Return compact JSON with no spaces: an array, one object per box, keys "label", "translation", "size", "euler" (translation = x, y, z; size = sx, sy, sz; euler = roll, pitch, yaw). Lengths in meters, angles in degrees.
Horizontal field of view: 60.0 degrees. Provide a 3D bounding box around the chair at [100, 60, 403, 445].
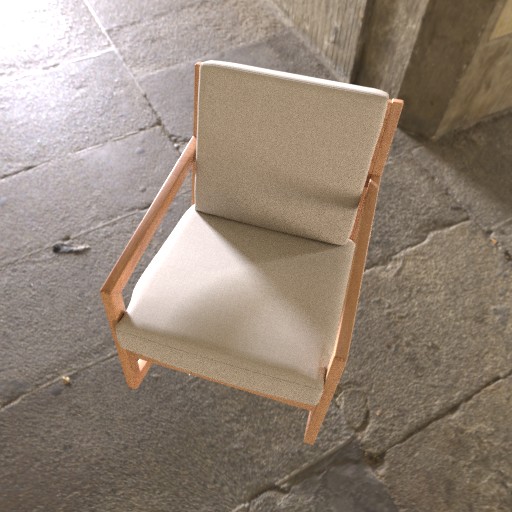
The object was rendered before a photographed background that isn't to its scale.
[{"label":"chair","translation":[0.000,0.000,1.370],"size":[0.622,0.790,0.857],"euler":[14,59,9]}]
